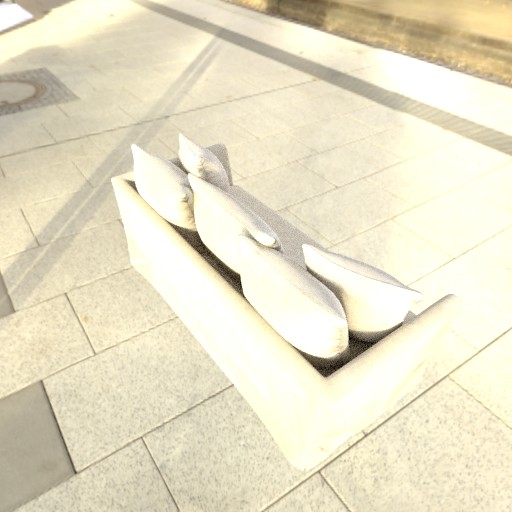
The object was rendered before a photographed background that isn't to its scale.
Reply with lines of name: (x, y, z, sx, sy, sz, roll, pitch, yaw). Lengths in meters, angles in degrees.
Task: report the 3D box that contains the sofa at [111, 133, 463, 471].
sofa: (0.000, 0.000, 2.893, 1.031, 1.034, 2.290, -25, 46, -27)
